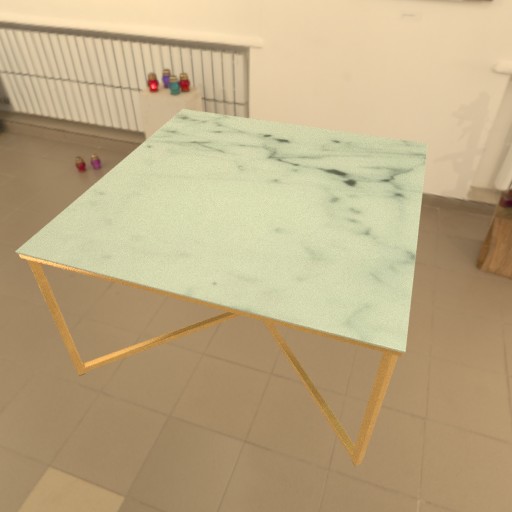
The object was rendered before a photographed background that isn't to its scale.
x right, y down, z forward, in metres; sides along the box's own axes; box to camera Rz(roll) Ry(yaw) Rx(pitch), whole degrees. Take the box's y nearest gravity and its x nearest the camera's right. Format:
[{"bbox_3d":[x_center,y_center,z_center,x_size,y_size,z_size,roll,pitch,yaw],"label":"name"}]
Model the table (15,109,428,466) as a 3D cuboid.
[{"bbox_3d":[0.000,0.000,1.269,0.800,0.450,0.800,13,42,14],"label":"table"}]
